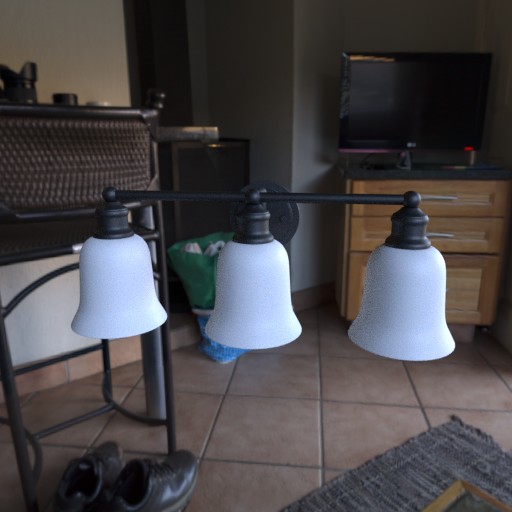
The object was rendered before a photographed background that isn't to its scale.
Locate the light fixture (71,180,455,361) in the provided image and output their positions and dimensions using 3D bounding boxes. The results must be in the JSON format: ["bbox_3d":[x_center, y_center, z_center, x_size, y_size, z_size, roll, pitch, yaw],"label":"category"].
[{"bbox_3d":[0.000,0.000,0.667,0.570,0.211,0.198,2,14,9],"label":"light fixture"}]
